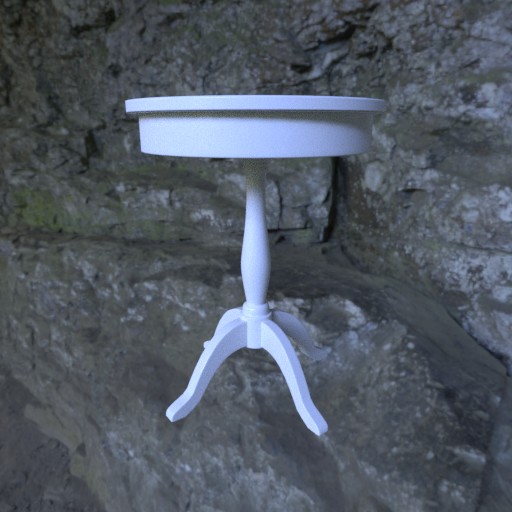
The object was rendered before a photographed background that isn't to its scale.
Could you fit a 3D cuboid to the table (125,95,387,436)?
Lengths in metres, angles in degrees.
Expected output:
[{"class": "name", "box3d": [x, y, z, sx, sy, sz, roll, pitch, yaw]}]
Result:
[{"class": "table", "box3d": [0.000, 0.000, 0.996, 0.513, 0.653, 0.513, 0, 17, 0]}]
